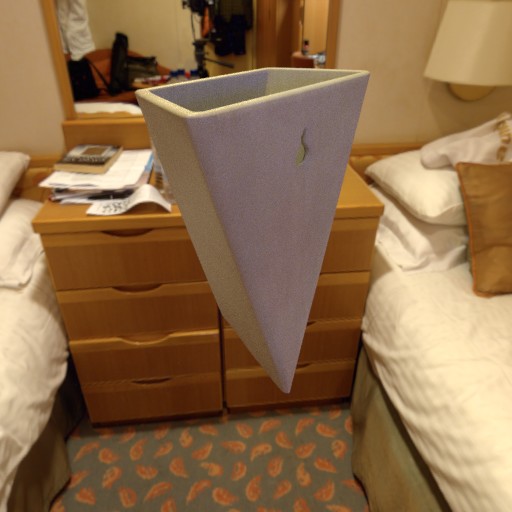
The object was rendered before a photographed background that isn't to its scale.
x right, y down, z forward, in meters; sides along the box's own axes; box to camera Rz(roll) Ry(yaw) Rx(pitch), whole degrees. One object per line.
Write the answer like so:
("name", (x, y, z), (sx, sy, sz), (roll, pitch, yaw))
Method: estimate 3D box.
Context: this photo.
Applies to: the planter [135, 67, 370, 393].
("planter", (0.000, 0.000, 0.267), (0.060, 0.197, 0.150), (20, 35, 31))
